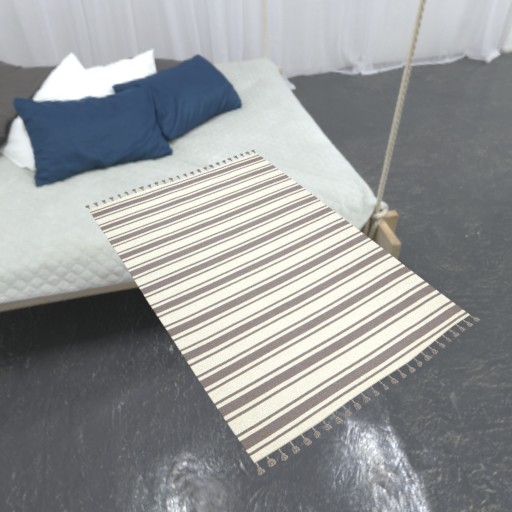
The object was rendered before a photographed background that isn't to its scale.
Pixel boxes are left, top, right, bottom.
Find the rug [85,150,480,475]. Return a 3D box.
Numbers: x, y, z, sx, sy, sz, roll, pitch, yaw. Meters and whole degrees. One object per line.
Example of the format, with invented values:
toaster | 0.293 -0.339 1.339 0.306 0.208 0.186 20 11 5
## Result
rug | 0.000 0.000 2.993 1.563 0.014 2.425 -24 48 -24
